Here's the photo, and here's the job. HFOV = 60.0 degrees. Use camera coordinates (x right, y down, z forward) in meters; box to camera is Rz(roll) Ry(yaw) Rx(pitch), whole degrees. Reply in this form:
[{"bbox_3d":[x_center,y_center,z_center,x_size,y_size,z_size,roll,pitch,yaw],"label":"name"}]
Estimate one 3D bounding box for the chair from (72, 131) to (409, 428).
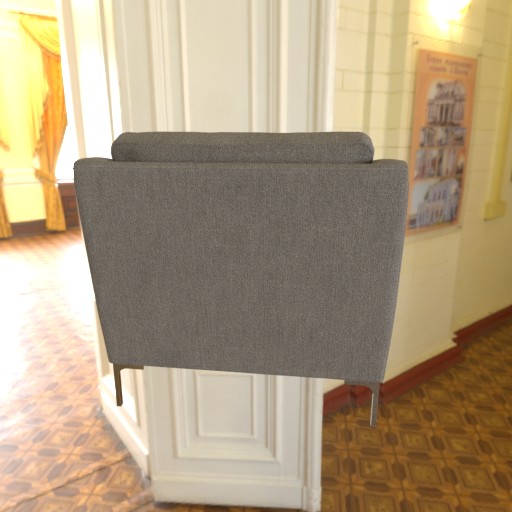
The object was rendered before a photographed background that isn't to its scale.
[{"bbox_3d":[0.000,0.000,1.538,0.847,0.828,0.849,2,15,8],"label":"chair"}]
